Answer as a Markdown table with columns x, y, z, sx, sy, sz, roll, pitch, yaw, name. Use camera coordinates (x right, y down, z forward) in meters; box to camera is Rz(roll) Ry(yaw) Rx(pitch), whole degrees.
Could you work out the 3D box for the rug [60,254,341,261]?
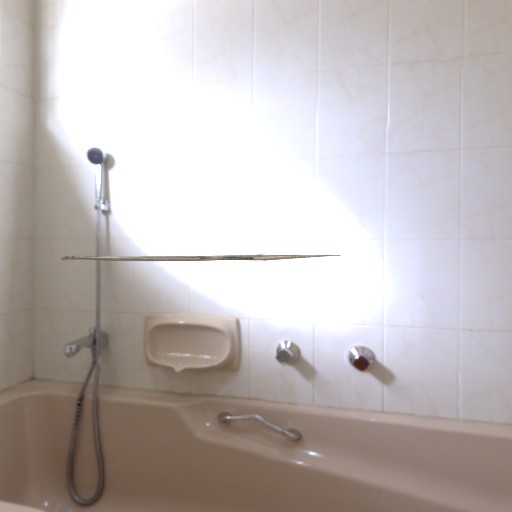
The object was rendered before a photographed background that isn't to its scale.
| x | y | z | sx | sy | sz | roll | pitch | yaw | name |
| --- | --- | --- | --- | --- | --- | --- | --- | --- | --- |
| 0.000 | 0.000 | 2.492 | 0.692 | 0.017 | 2.301 | 0 | 1 | 17 | rug |
